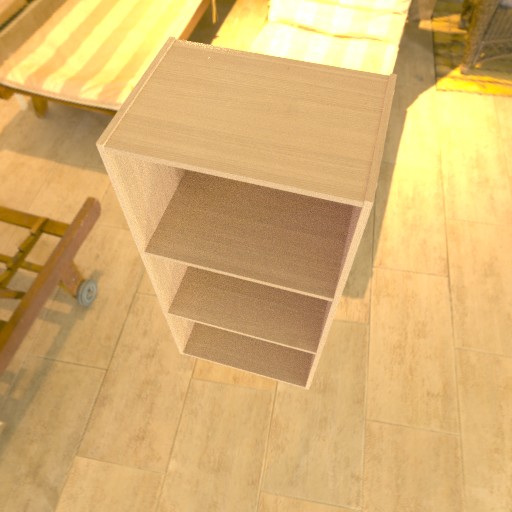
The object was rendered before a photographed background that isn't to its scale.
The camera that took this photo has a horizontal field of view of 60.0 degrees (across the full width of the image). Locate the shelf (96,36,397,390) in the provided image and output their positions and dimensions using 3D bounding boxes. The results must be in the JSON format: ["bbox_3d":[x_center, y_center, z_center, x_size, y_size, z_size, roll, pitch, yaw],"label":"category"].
[{"bbox_3d":[0.000,0.000,1.074,0.417,0.876,0.292,14,58,9],"label":"shelf"}]
